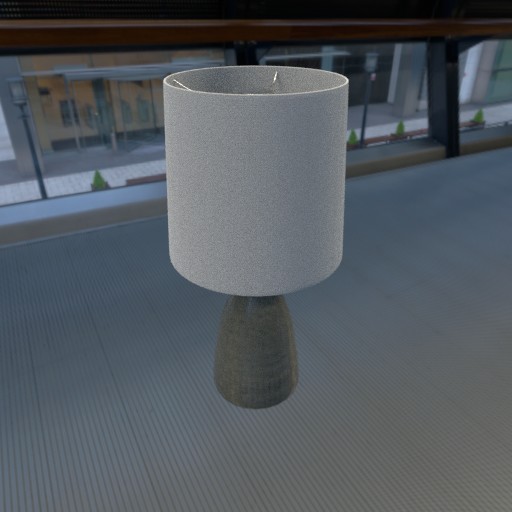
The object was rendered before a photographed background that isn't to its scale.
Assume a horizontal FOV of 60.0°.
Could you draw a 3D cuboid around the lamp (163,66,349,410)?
[{"bbox_3d":[0.000,0.000,0.490,0.186,0.369,0.186,0,30,0],"label":"lamp"}]
